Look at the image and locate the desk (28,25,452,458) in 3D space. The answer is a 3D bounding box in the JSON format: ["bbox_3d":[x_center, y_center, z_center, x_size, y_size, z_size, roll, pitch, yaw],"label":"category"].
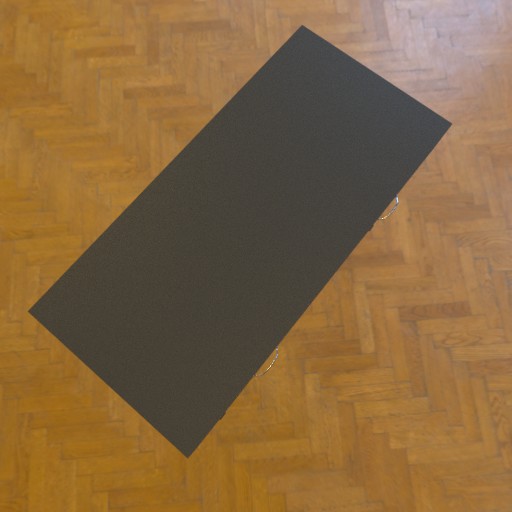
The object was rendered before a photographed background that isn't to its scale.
[{"bbox_3d":[0.000,0.000,1.483,0.525,0.780,1.057,38,78,10],"label":"desk"}]
